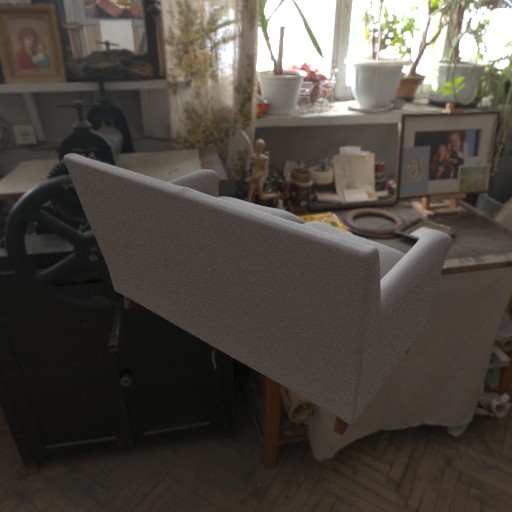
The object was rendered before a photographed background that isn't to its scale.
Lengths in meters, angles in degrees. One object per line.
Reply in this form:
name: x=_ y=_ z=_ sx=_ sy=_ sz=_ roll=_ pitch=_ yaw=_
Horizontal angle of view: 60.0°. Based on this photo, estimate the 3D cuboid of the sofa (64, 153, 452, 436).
sofa: x=0.000 y=0.000 z=2.056 sx=1.482 sy=0.890 sz=0.888 roll=21 pitch=35 yaw=34
